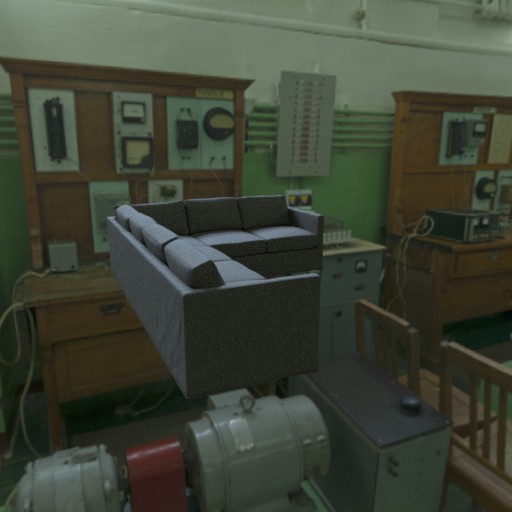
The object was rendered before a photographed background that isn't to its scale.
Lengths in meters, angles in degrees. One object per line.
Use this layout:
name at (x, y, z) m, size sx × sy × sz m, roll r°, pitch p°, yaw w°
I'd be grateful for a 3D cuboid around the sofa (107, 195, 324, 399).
sofa at (0.000, 0.000, 4.425) m, size 2.432 × 0.871 × 3.182 m, roll -7°, pitch 15°, yaw -25°
